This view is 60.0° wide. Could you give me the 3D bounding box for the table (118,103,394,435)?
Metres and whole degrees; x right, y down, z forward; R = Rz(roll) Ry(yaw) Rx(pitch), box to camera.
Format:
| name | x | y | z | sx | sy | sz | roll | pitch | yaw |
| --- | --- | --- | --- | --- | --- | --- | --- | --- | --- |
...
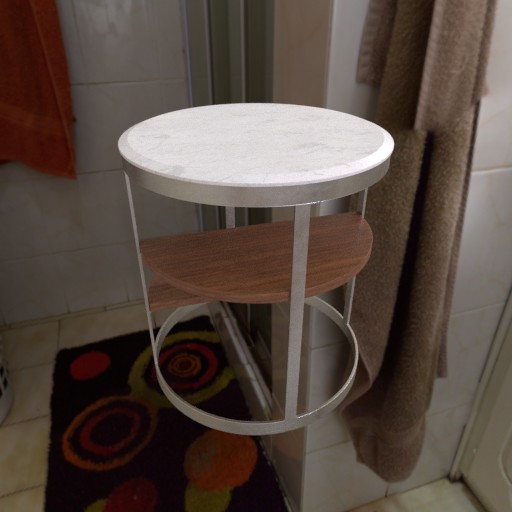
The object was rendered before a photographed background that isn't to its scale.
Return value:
| name | x | y | z | sx | sy | sz | roll | pitch | yaw |
| --- | --- | --- | --- | --- | --- | --- | --- | --- | --- |
| table | 0.000 | 0.000 | 0.788 | 0.407 | 0.447 | 0.407 | 0 | 31 | 0 |
